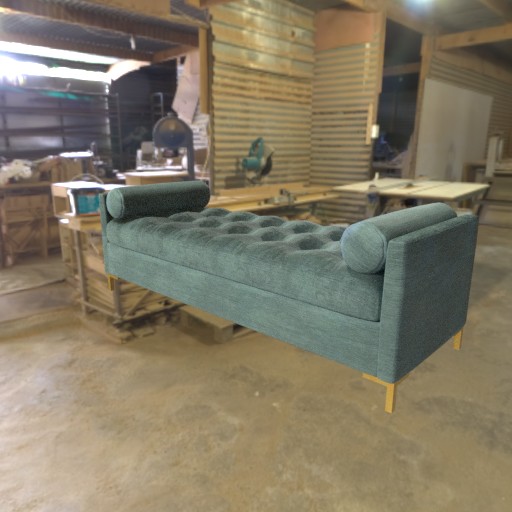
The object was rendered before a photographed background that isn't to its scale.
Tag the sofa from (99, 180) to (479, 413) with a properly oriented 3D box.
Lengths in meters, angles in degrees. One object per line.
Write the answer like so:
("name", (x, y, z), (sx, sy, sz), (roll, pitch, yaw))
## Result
("sofa", (0.000, 0.000, 2.502), (2.102, 0.705, 0.796), (13, 20, 41))
